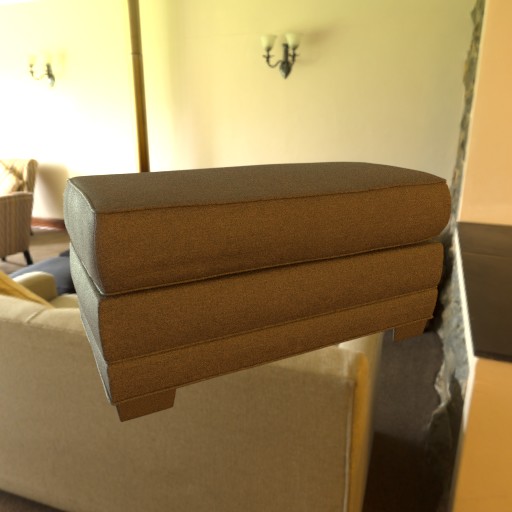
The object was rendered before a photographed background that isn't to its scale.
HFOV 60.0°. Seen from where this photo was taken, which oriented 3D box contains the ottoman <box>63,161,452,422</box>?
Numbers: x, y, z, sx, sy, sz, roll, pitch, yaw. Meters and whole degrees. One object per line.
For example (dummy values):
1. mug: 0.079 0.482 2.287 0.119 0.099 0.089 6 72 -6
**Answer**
1. ottoman: 0.000 0.000 1.136 0.864 0.448 0.490 -9 19 -26
